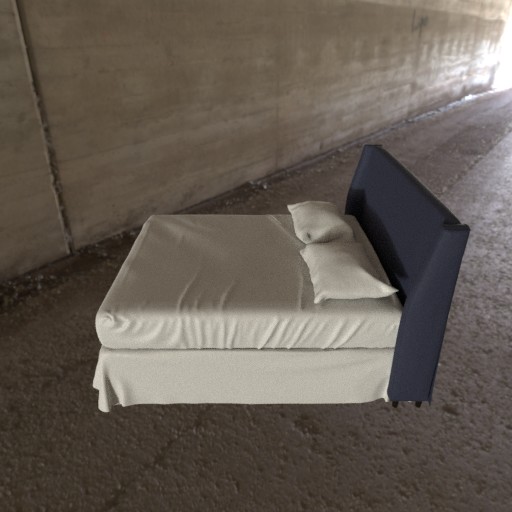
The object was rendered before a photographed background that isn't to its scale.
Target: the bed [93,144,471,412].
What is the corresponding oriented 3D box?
[{"bbox_3d":[0.000,0.000,3.449,2.276,1.332,1.925,0,27,0],"label":"bed"}]
